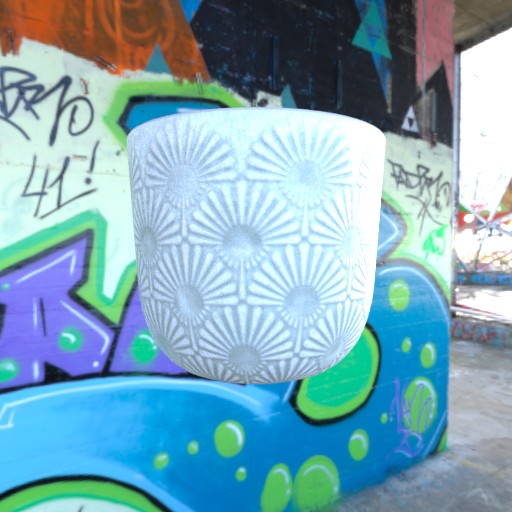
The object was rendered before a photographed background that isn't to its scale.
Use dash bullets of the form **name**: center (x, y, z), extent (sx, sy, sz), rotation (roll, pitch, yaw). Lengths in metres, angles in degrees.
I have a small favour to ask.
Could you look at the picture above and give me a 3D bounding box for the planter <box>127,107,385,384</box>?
- **planter**: center (0.000, 0.000, 0.304), extent (0.170, 0.152, 0.170), rotation (0, 2, 0)
